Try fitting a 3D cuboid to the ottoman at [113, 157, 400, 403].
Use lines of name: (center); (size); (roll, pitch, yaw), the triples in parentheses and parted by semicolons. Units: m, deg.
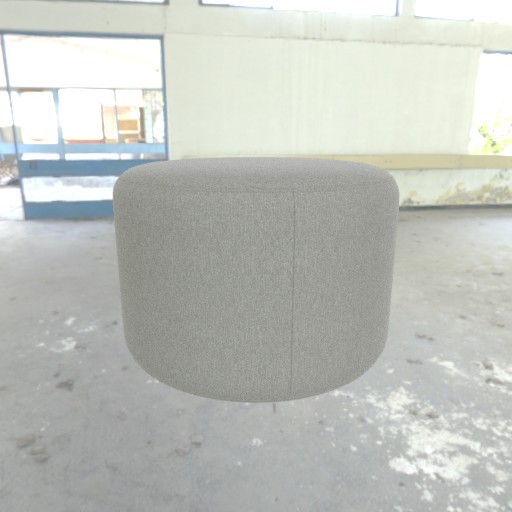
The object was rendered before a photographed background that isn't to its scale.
ottoman: (0.000, 0.000, 1.020); (0.608, 0.433, 0.608); (0, 15, 0)
